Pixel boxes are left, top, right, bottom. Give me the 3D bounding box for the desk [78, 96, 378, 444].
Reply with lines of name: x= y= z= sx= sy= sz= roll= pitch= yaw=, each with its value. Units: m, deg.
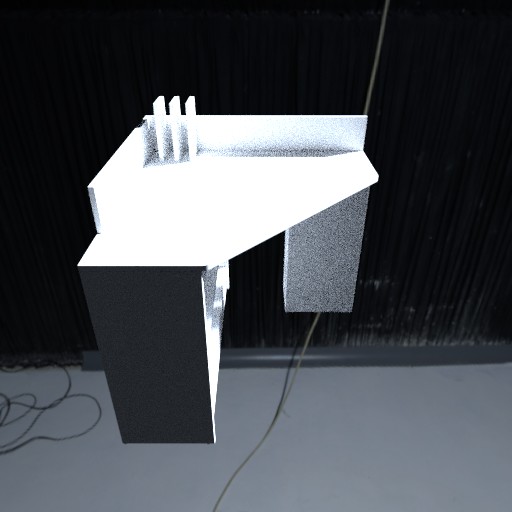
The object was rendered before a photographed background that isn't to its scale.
desk: x=0.000 y=0.000 z=1.705 sx=0.940 sy=0.986 sz=0.940 roll=0 pitch=32 yaw=0
